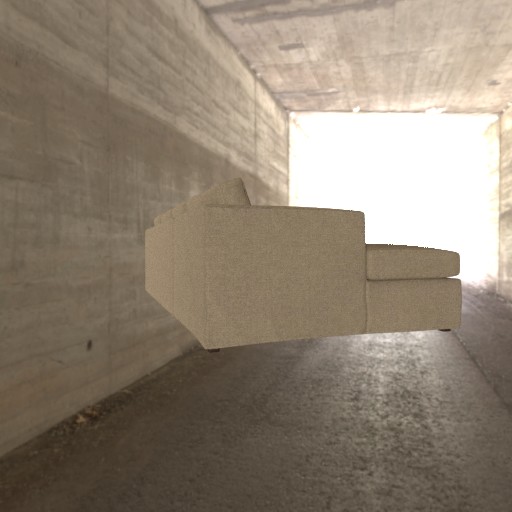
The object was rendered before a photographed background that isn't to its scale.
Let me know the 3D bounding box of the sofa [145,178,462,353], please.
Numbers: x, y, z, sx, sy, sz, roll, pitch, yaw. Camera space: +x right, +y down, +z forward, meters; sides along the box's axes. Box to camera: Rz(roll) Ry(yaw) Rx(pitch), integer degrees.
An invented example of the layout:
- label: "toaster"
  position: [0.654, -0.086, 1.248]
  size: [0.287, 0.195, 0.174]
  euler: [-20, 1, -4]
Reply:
- label: "sofa"
  position: [0.000, 0.000, 3.929]
  size: [1.638, 0.920, 3.198]
  euler: [0, 1, -19]
